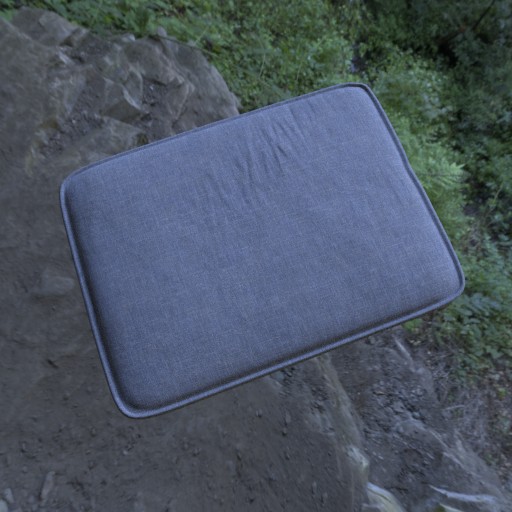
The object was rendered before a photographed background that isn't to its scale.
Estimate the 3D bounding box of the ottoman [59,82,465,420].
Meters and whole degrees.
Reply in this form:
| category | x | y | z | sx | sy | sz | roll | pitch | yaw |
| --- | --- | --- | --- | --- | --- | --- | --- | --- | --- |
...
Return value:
| category | x | y | z | sx | sy | sz | roll | pitch | yaw |
| --- | --- | --- | --- | --- | --- | --- | --- | --- | --- |
| ottoman | 0.000 | 0.000 | 1.113 | 0.762 | 0.457 | 0.559 | -20 | 76 | -5 |
